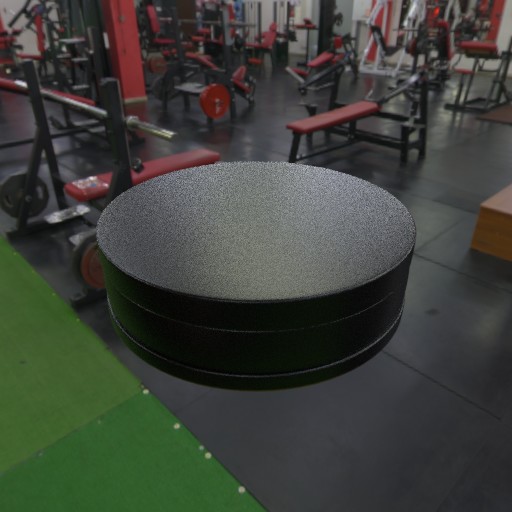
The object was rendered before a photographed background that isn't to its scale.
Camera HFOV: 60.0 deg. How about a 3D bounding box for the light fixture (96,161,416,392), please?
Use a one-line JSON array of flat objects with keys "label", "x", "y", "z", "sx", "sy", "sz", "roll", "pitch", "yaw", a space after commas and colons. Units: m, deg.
[{"label": "light fixture", "x": 0.000, "y": 0.000, "z": 0.429, "sx": 0.283, "sy": 0.097, "sz": 0.283, "roll": 0, "pitch": 30, "yaw": 0}]
